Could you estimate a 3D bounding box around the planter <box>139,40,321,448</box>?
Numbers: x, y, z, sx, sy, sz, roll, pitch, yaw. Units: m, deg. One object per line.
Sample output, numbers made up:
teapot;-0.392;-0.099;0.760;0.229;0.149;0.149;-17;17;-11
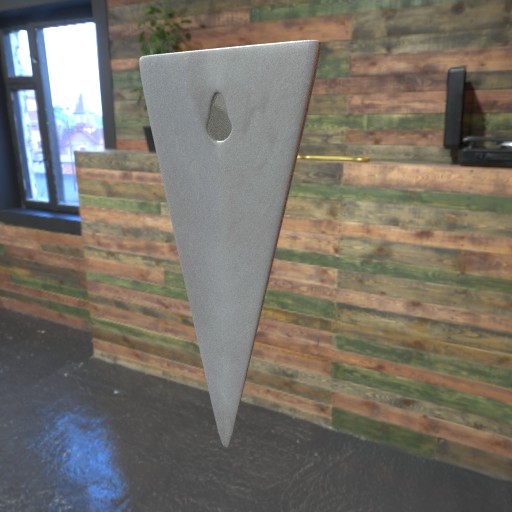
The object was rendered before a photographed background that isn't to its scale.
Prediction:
planter;0.000;0.000;0.158;0.058;0.130;0.047;8;18;27
